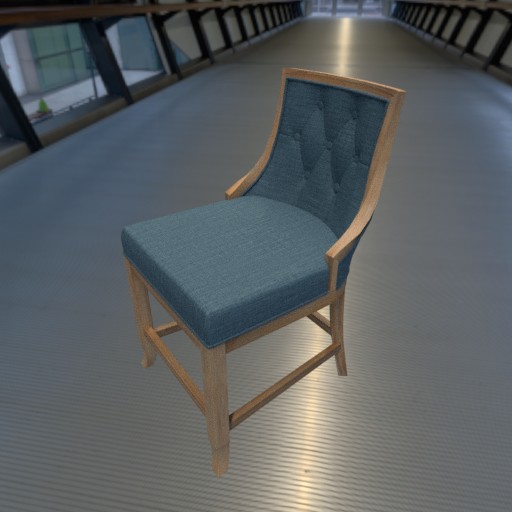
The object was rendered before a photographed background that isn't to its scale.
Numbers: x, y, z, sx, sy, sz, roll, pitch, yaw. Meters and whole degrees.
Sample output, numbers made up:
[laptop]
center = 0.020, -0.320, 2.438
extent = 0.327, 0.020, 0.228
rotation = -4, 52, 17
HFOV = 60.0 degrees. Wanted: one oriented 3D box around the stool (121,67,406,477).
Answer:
[stool]
center = 0.000, 0.000, 1.303
extent = 0.626, 0.938, 0.524
rotation = -20, 37, -30
